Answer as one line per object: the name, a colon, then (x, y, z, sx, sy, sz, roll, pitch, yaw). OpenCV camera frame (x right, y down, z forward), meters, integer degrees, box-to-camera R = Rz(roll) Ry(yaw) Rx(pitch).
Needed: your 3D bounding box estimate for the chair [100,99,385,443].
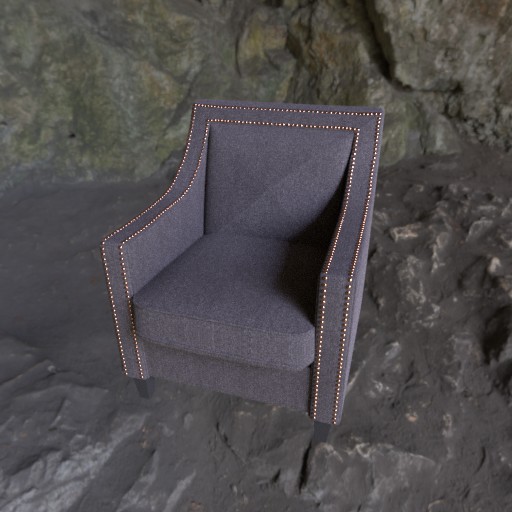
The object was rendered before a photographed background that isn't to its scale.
chair: (0.000, 0.000, 1.633, 0.776, 0.967, 0.884, 8, 29, 15)
